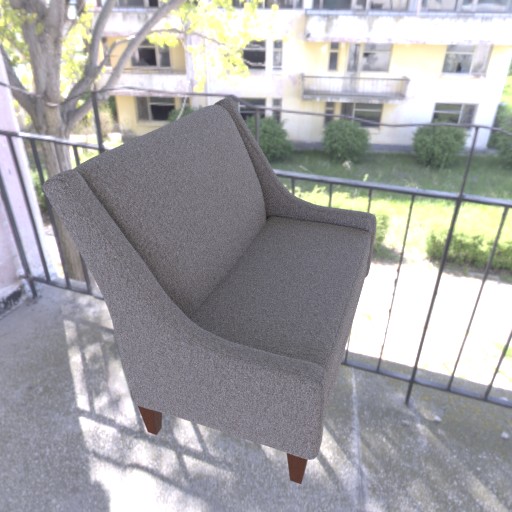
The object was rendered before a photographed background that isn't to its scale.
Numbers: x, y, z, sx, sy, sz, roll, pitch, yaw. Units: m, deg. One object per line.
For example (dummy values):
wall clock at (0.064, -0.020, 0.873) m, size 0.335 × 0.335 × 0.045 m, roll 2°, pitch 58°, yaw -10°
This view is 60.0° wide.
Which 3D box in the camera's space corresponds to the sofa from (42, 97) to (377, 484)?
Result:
sofa at (0.000, 0.000, 1.853) m, size 0.862 × 1.026 × 1.242 m, roll 11°, pitch 32°, yaw 17°
